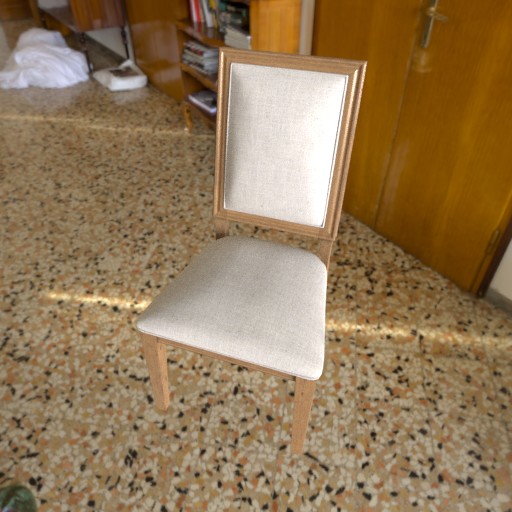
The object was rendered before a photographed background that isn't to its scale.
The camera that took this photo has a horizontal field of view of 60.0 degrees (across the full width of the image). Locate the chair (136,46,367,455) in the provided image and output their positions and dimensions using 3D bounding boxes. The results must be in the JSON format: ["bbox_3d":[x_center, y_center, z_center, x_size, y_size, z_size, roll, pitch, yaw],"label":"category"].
[{"bbox_3d":[0.000,0.000,1.319,0.536,0.988,0.601,13,42,14],"label":"chair"}]
